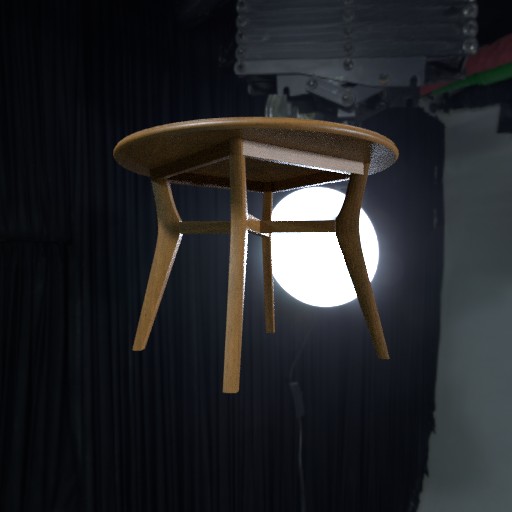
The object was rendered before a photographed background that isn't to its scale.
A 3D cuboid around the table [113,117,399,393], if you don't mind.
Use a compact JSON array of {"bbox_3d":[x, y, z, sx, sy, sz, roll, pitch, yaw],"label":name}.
[{"bbox_3d":[0.000,0.000,1.723,1.055,0.757,1.055,0,0,0],"label":"table"}]
